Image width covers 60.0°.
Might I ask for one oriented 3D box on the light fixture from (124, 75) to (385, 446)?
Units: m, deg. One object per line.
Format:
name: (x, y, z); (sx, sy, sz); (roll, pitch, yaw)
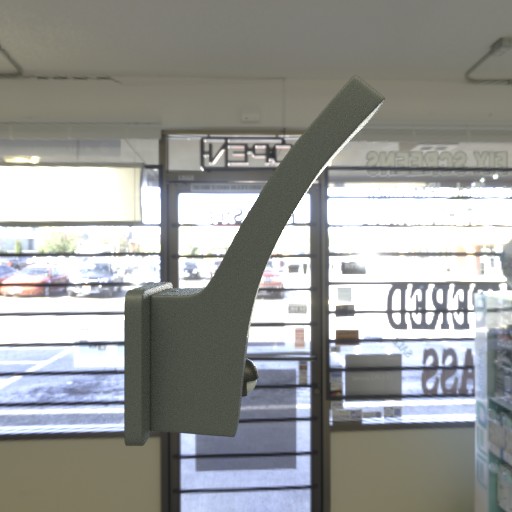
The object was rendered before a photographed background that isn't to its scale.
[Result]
light fixture: (0.000, 0.000, 0.330); (0.174, 0.243, 0.108); (0, 0, 0)
